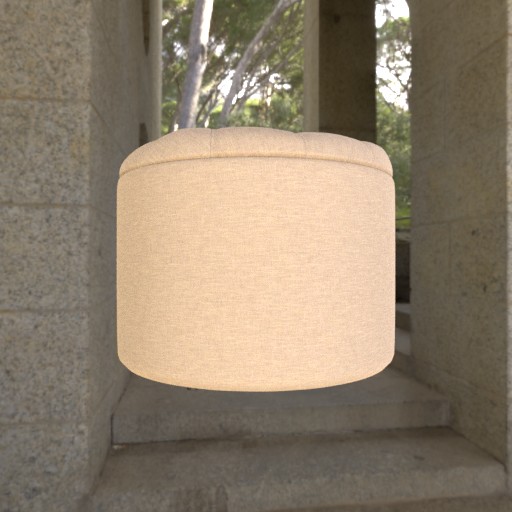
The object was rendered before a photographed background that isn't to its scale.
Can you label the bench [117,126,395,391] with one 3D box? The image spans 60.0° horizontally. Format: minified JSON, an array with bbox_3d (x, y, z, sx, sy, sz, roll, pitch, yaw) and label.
[{"bbox_3d":[0.000,0.000,1.001,0.600,0.454,0.600,0,0,0],"label":"bench"}]
